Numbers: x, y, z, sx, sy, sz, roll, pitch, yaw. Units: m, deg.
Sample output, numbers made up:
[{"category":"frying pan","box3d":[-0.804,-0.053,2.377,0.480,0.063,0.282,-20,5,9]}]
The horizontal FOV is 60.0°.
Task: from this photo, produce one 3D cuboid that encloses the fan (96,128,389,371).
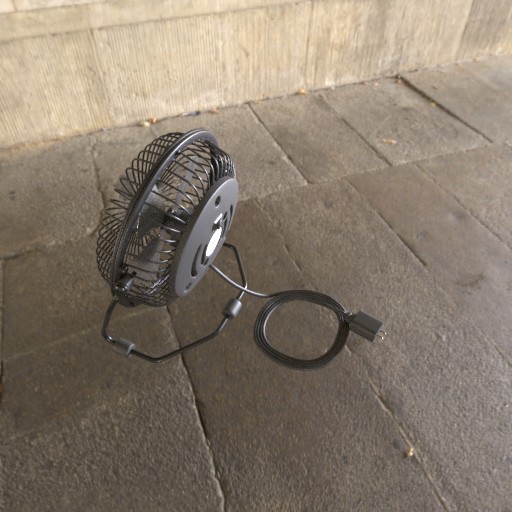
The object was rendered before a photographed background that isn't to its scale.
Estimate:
[{"category":"fan","box3d":[0.000,0.000,0.307,0.202,0.152,0.153,17,48,17]}]
